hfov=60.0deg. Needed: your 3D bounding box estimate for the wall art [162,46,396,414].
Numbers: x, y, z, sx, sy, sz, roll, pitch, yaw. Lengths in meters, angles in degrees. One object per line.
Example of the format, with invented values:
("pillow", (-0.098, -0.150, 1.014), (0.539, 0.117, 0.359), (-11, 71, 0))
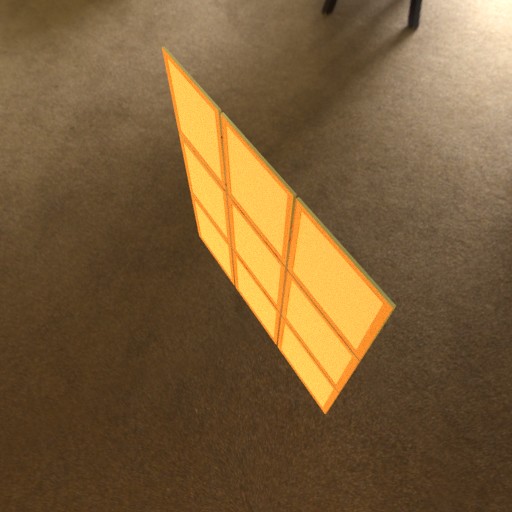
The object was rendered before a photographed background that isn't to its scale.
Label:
("wall art", (0.000, 0.000, 2.306), (0.013, 1.523, 1.517), (-29, 63, -16))
